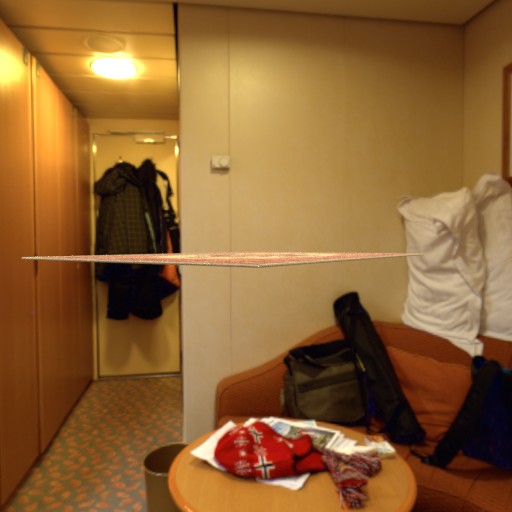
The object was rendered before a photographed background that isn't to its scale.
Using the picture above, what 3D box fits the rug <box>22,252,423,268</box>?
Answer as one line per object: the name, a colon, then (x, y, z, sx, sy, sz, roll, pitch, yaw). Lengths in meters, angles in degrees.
rug: (0.000, 0.000, 3.707, 2.005, 0.014, 2.878, 1, 2, 34)
